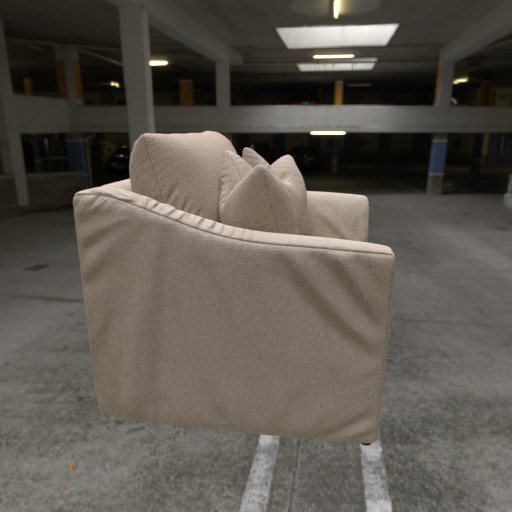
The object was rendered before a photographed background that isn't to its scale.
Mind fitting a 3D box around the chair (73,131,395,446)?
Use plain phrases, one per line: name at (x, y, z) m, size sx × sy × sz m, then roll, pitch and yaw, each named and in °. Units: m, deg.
chair at (0.000, 0.000, 2.022) m, size 1.071 × 1.093 × 1.194 m, roll 3°, pitch 16°, yaw 9°
